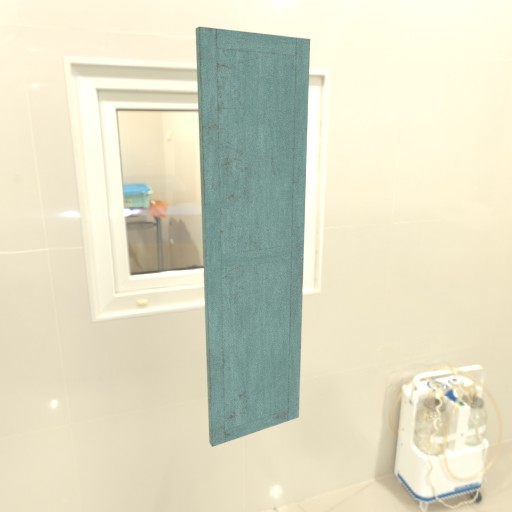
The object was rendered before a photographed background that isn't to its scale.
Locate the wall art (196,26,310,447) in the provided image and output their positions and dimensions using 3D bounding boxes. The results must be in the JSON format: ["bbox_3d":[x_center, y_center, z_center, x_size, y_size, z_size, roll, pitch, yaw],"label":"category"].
[{"bbox_3d":[0.000,0.000,1.336,0.329,1.219,0.025,-8,17,-27],"label":"wall art"}]
